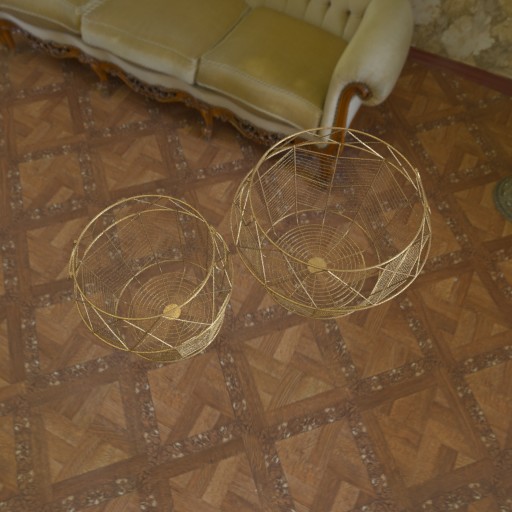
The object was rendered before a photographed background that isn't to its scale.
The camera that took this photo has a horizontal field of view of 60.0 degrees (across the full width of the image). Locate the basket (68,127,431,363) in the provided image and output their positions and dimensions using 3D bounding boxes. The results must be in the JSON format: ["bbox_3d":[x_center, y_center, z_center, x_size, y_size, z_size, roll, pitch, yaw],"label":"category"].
[{"bbox_3d":[0.000,0.000,1.041,0.805,0.343,0.451,-17,63,-9],"label":"basket"}]
